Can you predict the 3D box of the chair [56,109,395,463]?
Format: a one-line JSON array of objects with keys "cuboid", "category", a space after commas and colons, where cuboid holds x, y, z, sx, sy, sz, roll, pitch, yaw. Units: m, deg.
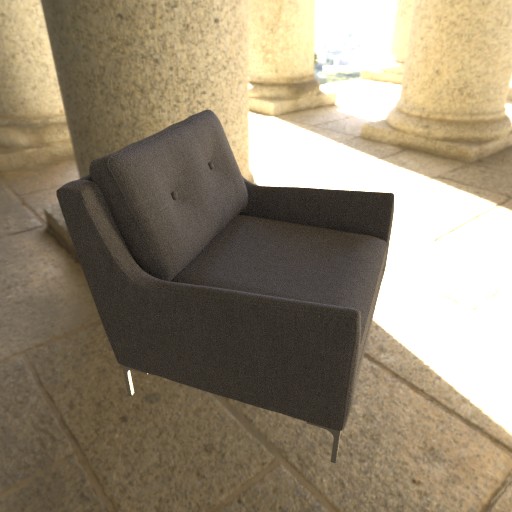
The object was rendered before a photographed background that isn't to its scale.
[{"cuboid": [0.000, 0.000, 1.552, 0.849, 0.828, 0.847, 11, 32, 18], "category": "chair"}]
